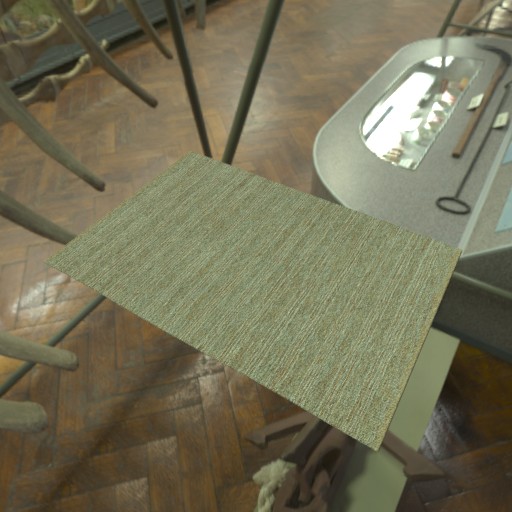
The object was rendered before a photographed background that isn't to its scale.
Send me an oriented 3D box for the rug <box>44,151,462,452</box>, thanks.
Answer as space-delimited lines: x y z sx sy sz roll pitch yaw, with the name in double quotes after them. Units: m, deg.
0.000 0.000 2.328 1.824 0.010 1.240 24 50 22 "rug"
